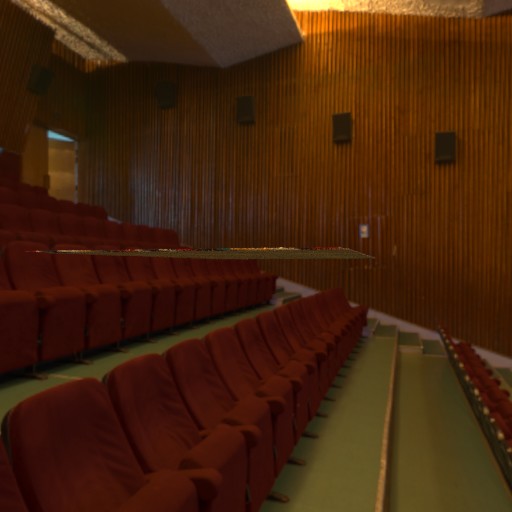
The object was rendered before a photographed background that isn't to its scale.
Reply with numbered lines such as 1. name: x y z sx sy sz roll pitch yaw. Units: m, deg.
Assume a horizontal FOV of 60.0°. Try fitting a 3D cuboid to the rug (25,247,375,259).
1. rug: 0.000 0.000 2.971 1.465 0.012 2.465 0 -1 18
